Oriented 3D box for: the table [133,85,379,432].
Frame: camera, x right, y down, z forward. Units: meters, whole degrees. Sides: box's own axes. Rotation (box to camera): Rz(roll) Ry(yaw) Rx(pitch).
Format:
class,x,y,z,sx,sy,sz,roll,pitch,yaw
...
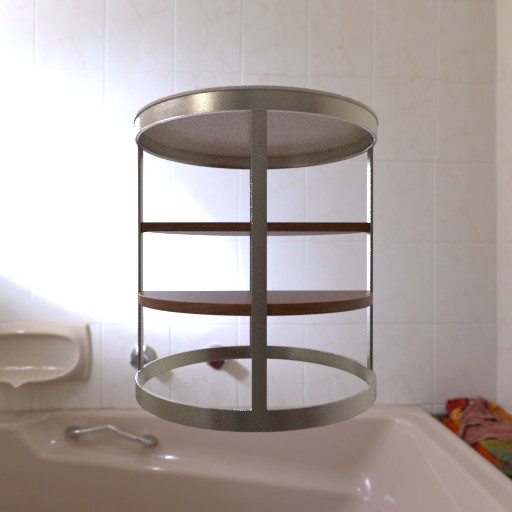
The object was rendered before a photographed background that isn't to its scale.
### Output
class,x,y,z,sx,sy,sz,roll,pitch,yaw
table,0.000,0.000,0.764,0.407,0.447,0.407,0,0,0
